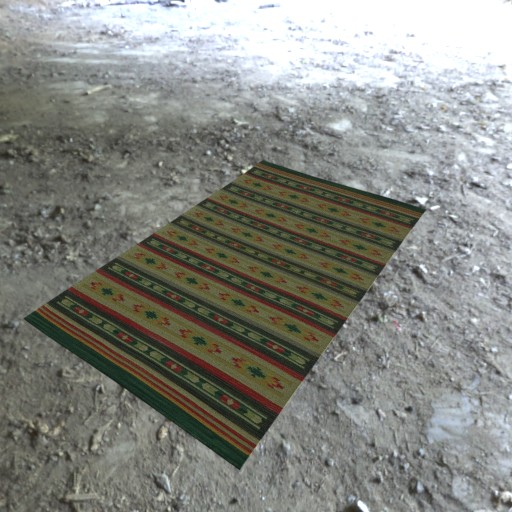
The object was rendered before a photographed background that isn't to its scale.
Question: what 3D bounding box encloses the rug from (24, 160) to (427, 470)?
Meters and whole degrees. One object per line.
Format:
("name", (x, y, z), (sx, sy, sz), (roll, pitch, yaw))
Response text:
("rug", (0.000, 0.000, 2.968), (1.520, 0.011, 2.447), (23, 44, 26))
